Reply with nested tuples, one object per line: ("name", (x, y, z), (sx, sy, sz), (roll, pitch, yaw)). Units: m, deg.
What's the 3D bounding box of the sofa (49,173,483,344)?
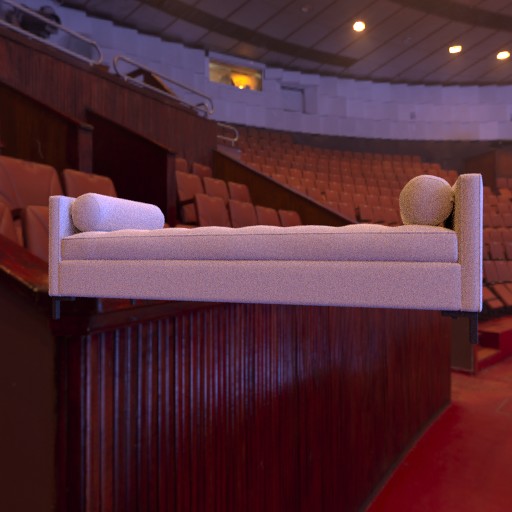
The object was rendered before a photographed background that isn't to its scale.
("sofa", (0.000, 0.000, 2.260), (1.985, 0.641, 0.746), (0, 0, 19))
